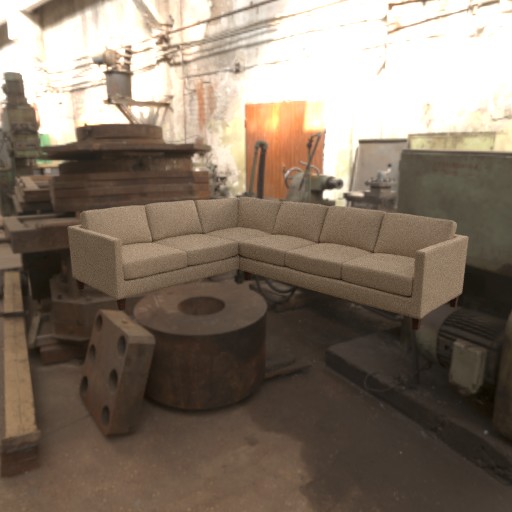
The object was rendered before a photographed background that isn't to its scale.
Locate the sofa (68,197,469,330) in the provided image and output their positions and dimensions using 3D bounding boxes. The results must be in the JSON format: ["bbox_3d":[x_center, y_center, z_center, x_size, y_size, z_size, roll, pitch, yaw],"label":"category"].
[{"bbox_3d":[0.000,0.000,4.416,2.432,0.863,3.182,-13,19,-43],"label":"sofa"}]
